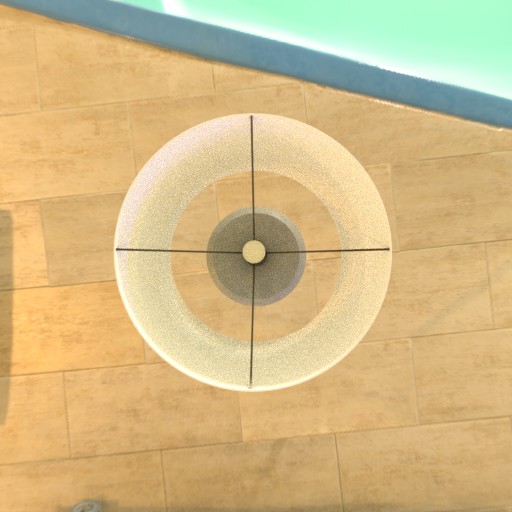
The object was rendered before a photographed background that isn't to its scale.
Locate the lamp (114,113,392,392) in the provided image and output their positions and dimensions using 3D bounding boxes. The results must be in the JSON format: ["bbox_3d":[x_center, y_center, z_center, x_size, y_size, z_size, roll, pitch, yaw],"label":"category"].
[{"bbox_3d":[0.000,0.000,0.536,0.206,0.416,0.206,0,89,1],"label":"lamp"}]
